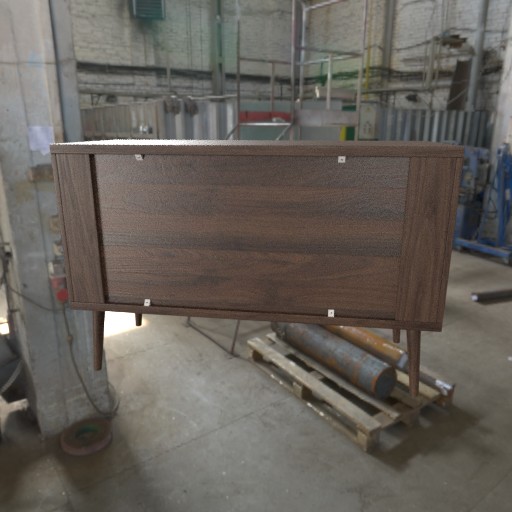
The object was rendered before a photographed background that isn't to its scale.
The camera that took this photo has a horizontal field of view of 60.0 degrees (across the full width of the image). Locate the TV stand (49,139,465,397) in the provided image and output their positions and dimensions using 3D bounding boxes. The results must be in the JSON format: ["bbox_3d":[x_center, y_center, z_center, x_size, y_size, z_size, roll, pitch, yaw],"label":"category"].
[{"bbox_3d":[0.000,0.000,1.328,0.990,0.660,0.405,2,16,8],"label":"TV stand"}]
